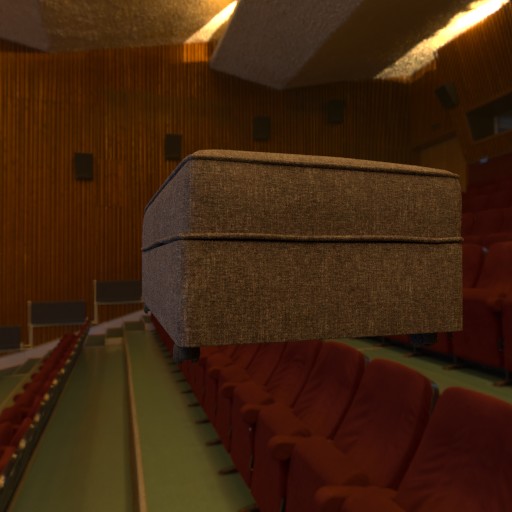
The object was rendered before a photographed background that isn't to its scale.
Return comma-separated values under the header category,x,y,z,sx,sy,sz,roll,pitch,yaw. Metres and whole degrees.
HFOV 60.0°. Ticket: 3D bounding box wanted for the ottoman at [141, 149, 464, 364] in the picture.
category,x,y,z,sx,sy,sz,roll,pitch,yaw
ottoman,0.000,0.000,1.526,0.717,0.487,1.184,0,-1,-18
